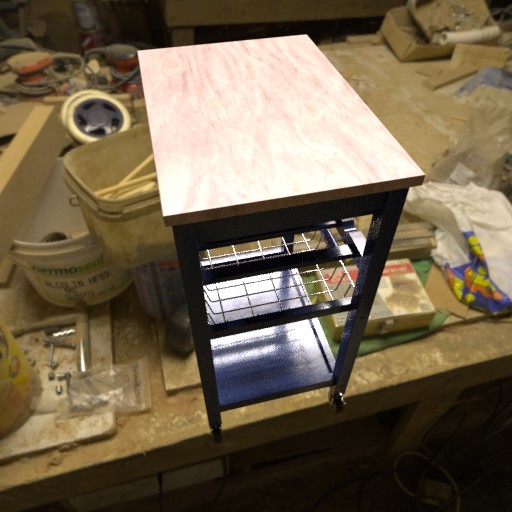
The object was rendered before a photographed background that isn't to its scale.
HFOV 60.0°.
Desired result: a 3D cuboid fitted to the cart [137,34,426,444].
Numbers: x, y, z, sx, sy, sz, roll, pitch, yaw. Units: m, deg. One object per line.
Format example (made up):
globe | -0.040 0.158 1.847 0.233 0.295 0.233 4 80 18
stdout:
cart | 0.000 0.000 1.134 0.403 0.839 0.584 -10 47 -9
